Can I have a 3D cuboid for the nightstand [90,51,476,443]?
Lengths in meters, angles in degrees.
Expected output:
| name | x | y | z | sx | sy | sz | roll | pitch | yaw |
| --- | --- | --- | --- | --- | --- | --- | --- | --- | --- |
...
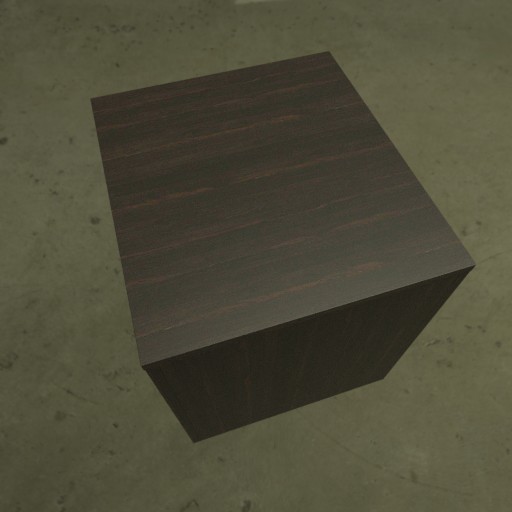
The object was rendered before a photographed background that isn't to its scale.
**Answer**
| name | x | y | z | sx | sy | sz | roll | pitch | yaw |
| --- | --- | --- | --- | --- | --- | --- | --- | --- | --- |
| nightstand | 0.000 | 0.000 | 0.803 | 0.400 | 0.460 | 0.461 | -15 | 59 | -9 |
